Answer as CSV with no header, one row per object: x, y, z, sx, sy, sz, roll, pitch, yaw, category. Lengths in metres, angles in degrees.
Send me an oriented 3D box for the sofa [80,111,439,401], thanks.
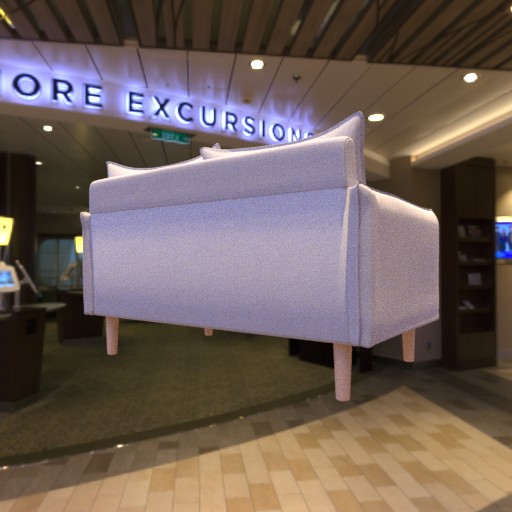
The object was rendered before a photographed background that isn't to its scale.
0.000,0.000,1.839,1.300,0.840,0.820,-1,-1,36,sofa
